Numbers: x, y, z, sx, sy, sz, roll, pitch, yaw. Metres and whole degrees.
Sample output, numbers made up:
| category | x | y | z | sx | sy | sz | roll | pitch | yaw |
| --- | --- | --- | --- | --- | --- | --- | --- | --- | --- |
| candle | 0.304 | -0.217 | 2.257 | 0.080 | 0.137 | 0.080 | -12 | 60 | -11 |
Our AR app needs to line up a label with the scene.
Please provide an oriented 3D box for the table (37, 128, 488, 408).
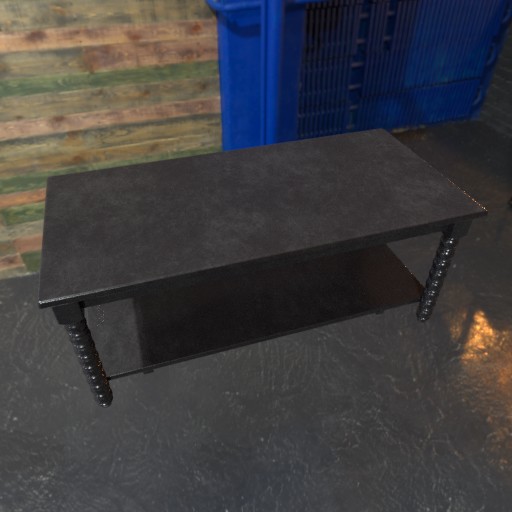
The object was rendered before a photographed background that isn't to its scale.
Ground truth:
| category | x | y | z | sx | sy | sz | roll | pitch | yaw |
| --- | --- | --- | --- | --- | --- | --- | --- | --- | --- |
| table | 0.000 | 0.000 | 1.448 | 1.171 | 0.487 | 0.580 | -12 | 41 | -14 |
